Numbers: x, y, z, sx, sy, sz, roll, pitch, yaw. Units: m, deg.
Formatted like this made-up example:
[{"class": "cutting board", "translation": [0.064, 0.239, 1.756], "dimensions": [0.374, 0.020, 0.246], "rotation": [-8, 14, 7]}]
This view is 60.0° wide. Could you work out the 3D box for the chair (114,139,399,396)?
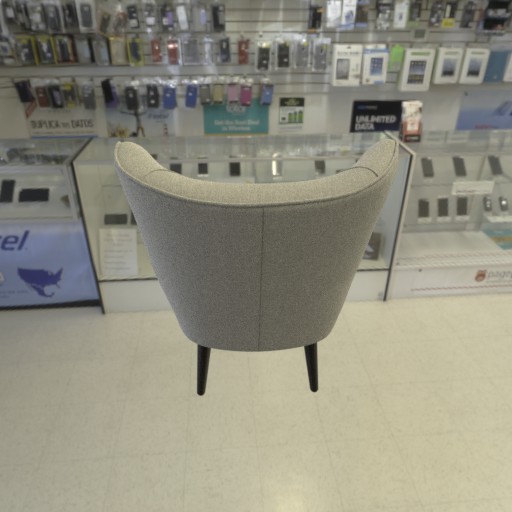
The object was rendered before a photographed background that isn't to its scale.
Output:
[{"class": "chair", "translation": [0.000, 0.000, 1.597], "dimensions": [0.781, 0.933, 0.888], "rotation": [-1, 30, -2]}]
